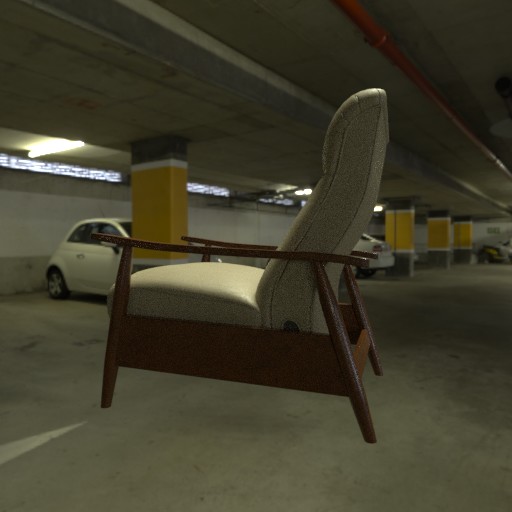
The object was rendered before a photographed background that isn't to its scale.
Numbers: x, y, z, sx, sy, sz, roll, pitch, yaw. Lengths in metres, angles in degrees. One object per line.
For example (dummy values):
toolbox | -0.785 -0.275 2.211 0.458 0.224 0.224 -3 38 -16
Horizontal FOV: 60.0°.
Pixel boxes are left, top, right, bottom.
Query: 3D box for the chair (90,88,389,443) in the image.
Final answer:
chair | 0.000 0.000 1.790 1.014 1.082 0.762 1 2 17
